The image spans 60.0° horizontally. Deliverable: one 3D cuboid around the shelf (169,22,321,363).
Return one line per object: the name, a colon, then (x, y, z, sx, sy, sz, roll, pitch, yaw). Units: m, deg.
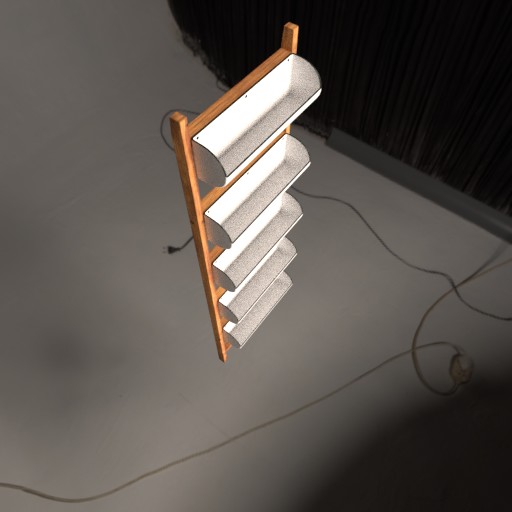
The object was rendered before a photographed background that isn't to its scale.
shelf: (0.000, 0.000, 1.716, 0.141, 1.600, 0.454, 33, 64, 19)
